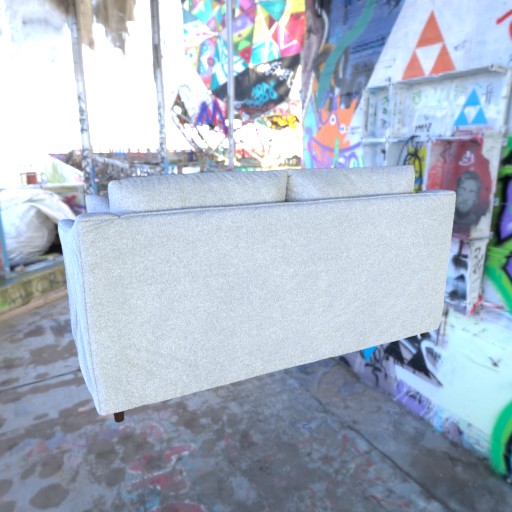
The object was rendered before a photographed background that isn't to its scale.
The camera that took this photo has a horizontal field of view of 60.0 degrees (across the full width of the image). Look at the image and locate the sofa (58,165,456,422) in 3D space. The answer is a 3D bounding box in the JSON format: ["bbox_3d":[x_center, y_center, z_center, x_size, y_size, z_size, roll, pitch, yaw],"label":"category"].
[{"bbox_3d":[0.000,0.000,2.550,2.010,1.018,1.072,-7,16,-27],"label":"sofa"}]
